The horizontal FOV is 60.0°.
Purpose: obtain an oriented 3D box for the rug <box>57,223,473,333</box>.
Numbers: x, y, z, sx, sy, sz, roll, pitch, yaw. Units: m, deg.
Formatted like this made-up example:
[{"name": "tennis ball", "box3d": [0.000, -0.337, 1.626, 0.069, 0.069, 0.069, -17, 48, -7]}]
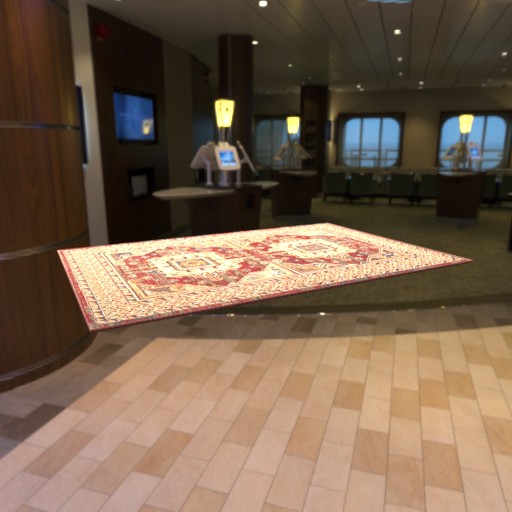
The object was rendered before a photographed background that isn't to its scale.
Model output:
[{"name": "rug", "box3d": [0.000, 0.000, 5.833, 4.578, 0.033, 3.033, -8, 16, -27]}]
